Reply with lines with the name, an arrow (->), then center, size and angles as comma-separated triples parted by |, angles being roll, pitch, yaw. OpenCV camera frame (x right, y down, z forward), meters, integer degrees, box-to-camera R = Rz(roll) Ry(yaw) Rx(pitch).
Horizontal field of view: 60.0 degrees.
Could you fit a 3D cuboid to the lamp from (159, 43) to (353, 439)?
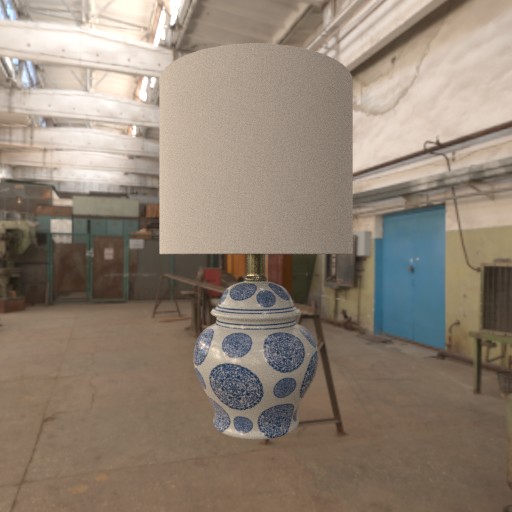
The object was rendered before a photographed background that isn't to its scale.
lamp -> 0.000, 0.000, 0.504 | 0.215, 0.381, 0.215 | 0, 0, -17
